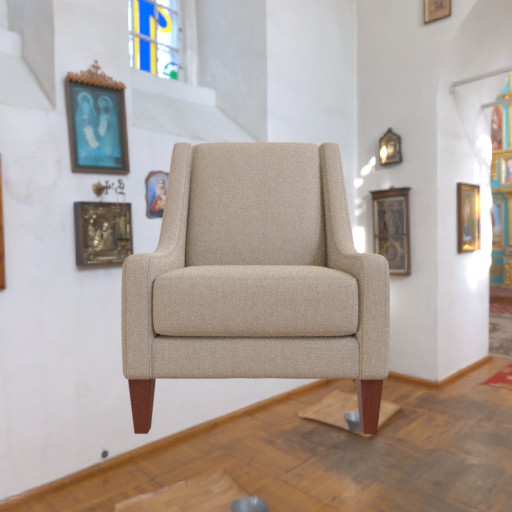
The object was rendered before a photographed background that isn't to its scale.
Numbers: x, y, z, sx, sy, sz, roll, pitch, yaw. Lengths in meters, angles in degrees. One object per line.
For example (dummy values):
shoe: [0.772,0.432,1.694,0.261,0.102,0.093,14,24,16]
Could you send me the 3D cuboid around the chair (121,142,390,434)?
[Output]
chair: [0.000,0.000,1.645,0.774,1.014,0.870,0,1,0]
